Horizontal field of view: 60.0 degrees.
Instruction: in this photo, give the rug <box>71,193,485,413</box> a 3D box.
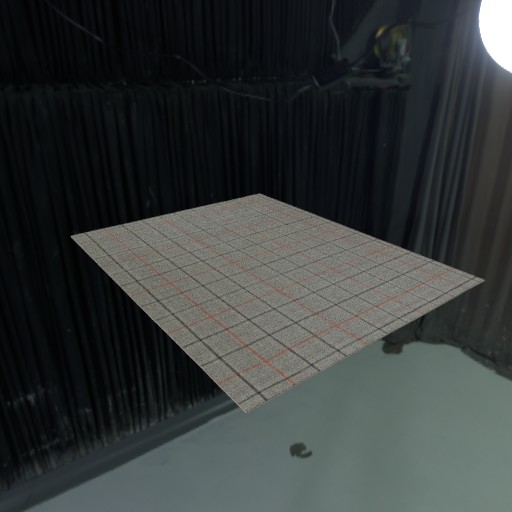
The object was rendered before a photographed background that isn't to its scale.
[{"bbox_3d":[0.000,0.000,4.094,2.444,0.012,3.048,-18,30,-33],"label":"rug"}]
